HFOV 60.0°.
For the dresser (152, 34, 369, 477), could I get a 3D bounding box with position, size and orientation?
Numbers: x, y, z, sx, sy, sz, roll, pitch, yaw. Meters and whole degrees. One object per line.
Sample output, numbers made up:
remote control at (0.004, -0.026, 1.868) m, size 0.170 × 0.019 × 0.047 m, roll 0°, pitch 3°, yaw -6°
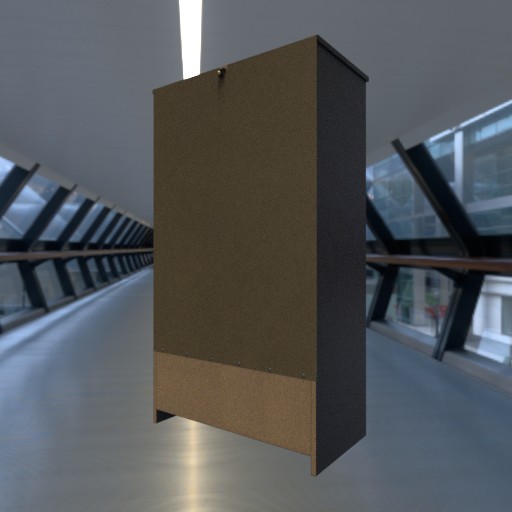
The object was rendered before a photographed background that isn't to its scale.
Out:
dresser at (0.000, 0.000, 1.608) m, size 0.704 × 1.254 × 0.418 m, roll 0°, pitch 0°, yaw 36°
